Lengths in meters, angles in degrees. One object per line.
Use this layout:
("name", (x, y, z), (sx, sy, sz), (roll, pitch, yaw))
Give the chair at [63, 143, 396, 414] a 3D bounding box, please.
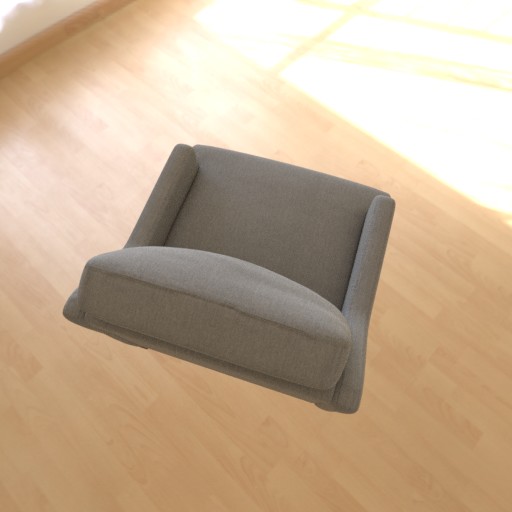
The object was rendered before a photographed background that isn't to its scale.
("chair", (0.000, 0.000, 1.510), (0.826, 0.821, 0.892), (16, 64, 8))
